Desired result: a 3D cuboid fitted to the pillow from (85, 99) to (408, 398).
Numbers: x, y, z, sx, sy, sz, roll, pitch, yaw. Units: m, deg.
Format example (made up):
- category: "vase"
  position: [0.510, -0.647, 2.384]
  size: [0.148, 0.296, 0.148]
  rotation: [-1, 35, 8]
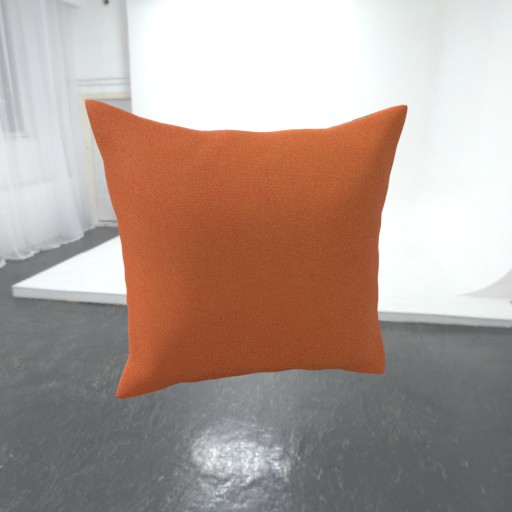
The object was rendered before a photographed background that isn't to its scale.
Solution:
- category: "pillow"
  position: [0.000, 0.000, 0.674]
  size: [0.453, 0.444, 0.169]
  rotation: [-3, 16, -10]
